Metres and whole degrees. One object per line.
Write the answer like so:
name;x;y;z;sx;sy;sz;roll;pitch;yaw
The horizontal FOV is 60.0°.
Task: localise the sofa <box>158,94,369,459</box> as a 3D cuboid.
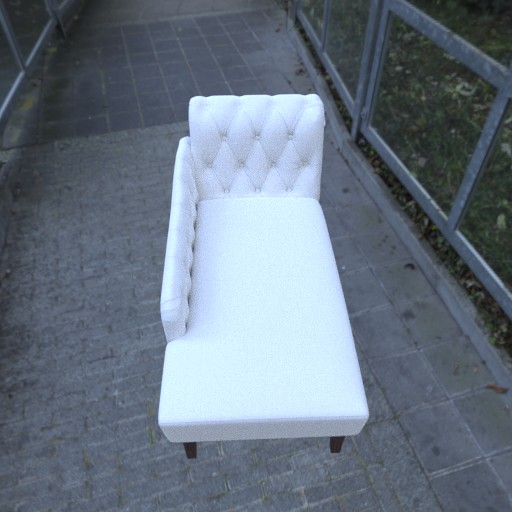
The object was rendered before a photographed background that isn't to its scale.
sofa;0.000;0.000;1.834;0.675;0.787;1.379;-2;47;-1
